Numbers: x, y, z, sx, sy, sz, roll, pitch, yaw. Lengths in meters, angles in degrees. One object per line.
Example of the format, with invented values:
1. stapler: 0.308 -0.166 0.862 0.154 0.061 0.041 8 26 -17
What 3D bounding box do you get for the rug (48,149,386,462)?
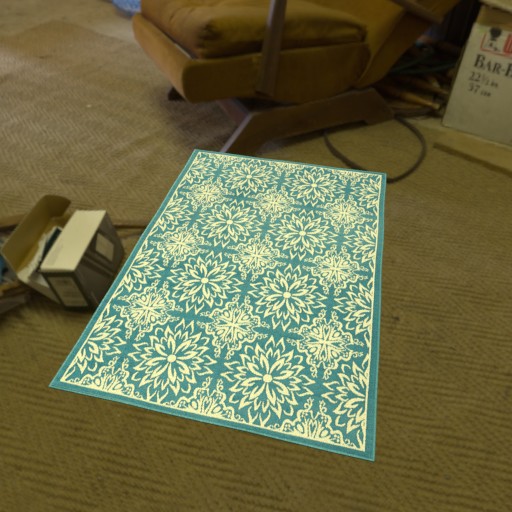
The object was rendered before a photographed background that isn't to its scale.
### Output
1. rug: 0.000 0.000 2.780 1.554 0.012 2.205 9 46 9
